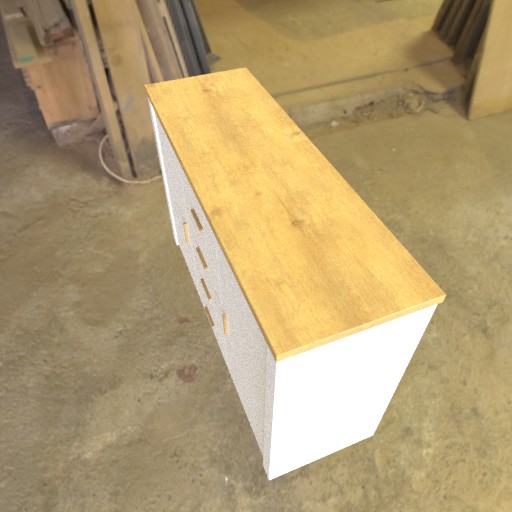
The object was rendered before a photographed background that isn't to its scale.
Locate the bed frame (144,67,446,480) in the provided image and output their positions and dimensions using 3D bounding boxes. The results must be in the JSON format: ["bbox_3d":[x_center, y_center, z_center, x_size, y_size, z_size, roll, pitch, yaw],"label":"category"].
[{"bbox_3d":[0.000,0.000,1.694,0.430,0.850,1.300,-16,49,-15],"label":"bed frame"}]
